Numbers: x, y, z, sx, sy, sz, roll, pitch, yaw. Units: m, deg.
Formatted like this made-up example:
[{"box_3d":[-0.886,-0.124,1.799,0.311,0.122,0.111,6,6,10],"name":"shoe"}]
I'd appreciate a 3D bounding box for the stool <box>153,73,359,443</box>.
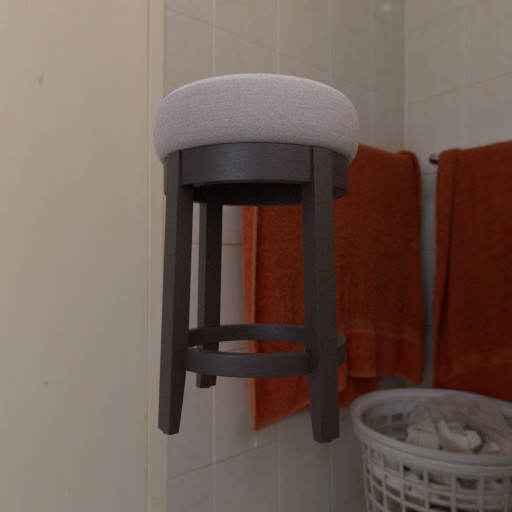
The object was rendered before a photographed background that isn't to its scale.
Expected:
[{"box_3d":[0.000,0.000,0.973,0.443,0.672,0.443,0,0,0],"name":"stool"}]
